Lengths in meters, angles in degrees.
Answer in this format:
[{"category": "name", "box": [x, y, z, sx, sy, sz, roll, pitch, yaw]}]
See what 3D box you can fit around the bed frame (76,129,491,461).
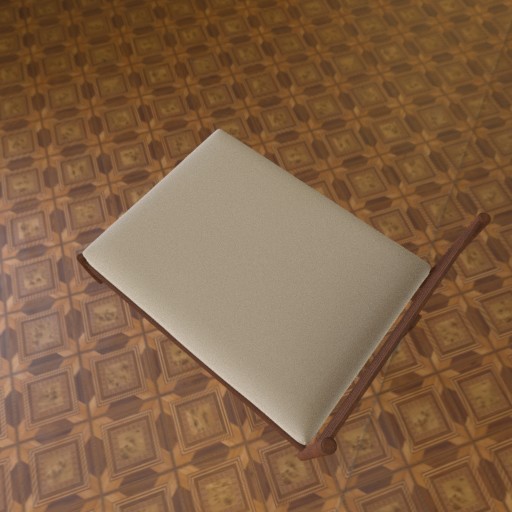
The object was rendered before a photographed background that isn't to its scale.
[{"category": "bed frame", "box": [0.000, 0.000, 3.203, 2.234, 1.321, 1.655, 36, 69, 16]}]
